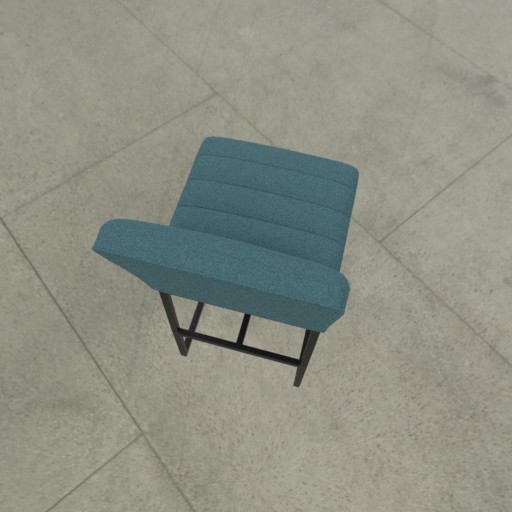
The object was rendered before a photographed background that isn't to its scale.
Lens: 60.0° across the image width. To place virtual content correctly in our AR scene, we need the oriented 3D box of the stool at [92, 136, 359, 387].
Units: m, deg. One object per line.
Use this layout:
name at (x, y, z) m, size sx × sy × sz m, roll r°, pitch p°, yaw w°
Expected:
stool at (0.000, 0.000, 1.261) m, size 0.460 × 0.940 × 0.560 m, roll 14°, pitch 64°, yaw 7°
